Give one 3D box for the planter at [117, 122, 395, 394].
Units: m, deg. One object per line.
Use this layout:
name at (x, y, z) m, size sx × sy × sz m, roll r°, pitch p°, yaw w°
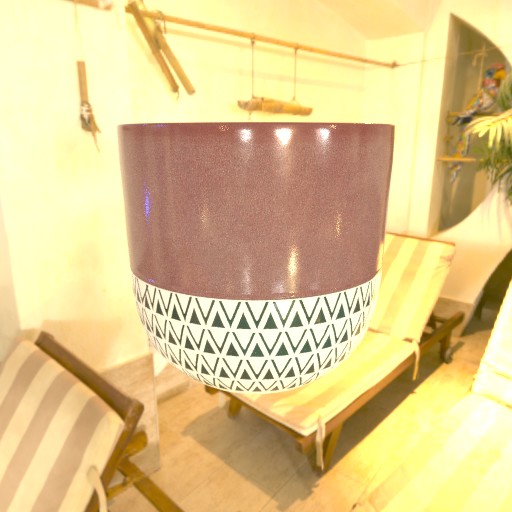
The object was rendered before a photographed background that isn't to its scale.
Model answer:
planter at (0.000, 0.000, 0.477) m, size 0.266 × 0.270 × 0.266 m, roll 0°, pitch 15°, yaw 0°
